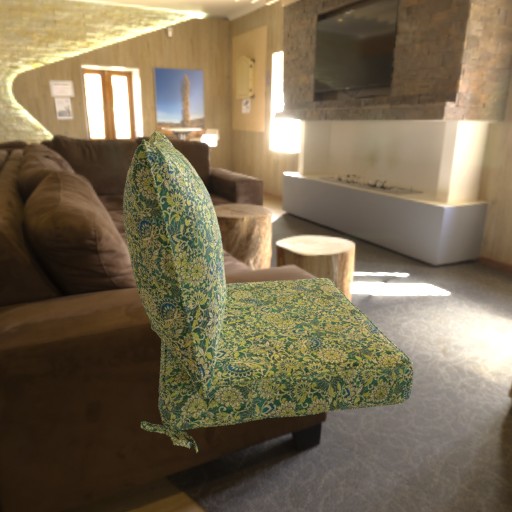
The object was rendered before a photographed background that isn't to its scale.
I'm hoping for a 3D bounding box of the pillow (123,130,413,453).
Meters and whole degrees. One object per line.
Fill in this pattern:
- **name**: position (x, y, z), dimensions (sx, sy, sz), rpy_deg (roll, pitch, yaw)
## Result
- **pillow**: position (0.000, 0.000, 1.342), dimensions (0.740, 0.722, 0.798), rpy_deg (-3, 17, -10)
